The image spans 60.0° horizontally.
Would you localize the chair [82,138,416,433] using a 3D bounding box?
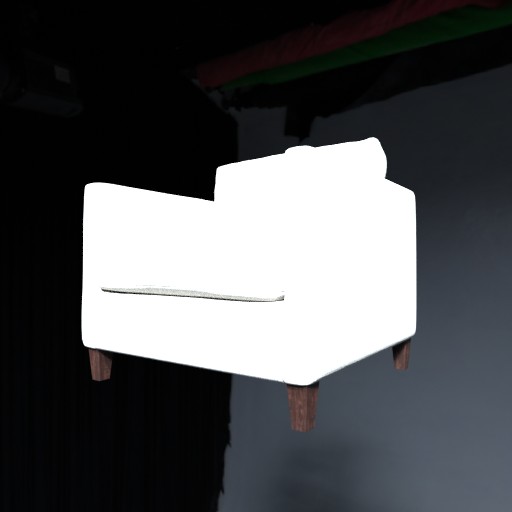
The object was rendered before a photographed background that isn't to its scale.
[{"bbox_3d":[0.000,0.000,1.739,0.996,0.919,0.959,-1,-1,35],"label":"chair"}]
